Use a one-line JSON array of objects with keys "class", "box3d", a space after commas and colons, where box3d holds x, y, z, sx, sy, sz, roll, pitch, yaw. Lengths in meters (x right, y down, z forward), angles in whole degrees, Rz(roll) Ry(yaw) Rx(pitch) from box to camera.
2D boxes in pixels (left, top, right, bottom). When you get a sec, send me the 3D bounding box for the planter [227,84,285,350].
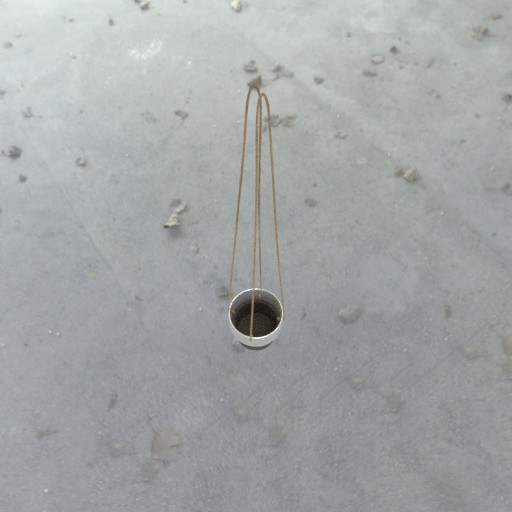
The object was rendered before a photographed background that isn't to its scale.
[{"class": "planter", "box3d": [0.000, 0.000, 1.189, 0.187, 1.073, 0.187, -31, 63, -17]}]
